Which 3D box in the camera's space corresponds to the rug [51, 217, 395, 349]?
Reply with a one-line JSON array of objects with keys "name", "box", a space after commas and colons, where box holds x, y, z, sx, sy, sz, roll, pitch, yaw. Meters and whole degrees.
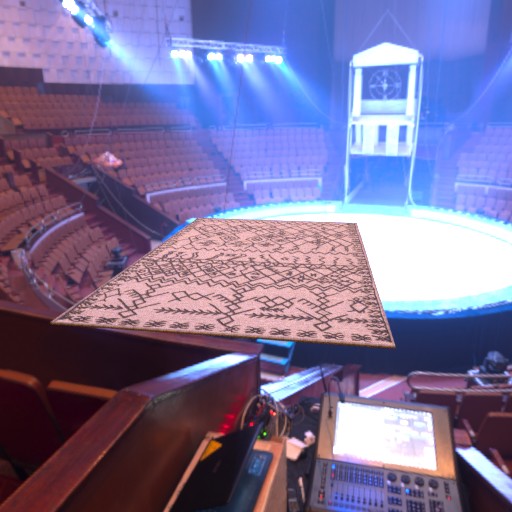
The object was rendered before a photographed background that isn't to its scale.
[{"name": "rug", "box": [0.000, 0.000, 3.069, 1.526, 0.012, 2.444, 2, 17, 8]}]
